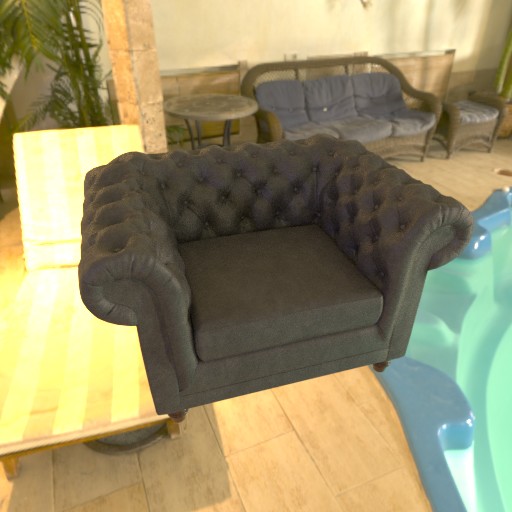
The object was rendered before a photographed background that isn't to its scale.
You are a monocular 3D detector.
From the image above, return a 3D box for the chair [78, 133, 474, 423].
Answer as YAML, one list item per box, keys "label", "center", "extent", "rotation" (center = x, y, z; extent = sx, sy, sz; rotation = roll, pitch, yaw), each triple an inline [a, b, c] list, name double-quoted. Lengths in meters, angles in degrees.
- label: "chair"
  center: [0.000, 0.000, 1.862]
  extent: [1.298, 0.780, 0.943]
  rotation: [-9, 32, -15]
